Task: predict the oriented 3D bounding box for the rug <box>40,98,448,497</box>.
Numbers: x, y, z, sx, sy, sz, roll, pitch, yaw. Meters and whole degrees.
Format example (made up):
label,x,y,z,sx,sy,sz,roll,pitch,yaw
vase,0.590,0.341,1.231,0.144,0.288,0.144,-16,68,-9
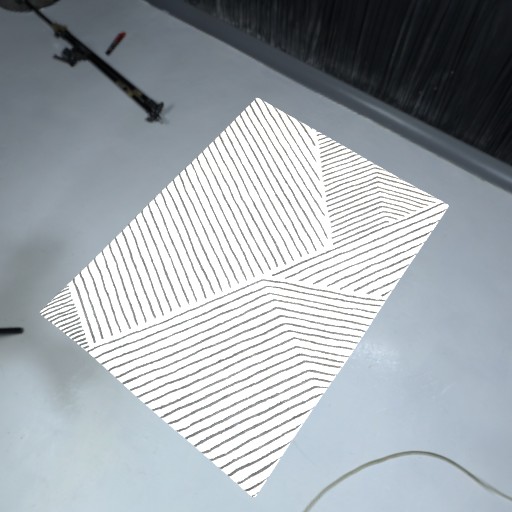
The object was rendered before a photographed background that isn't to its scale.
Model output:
label,x,y,z,sx,sy,sz,roll,pitch,yaw
rug,0.000,0.000,3.174,1.829,0.028,2.449,34,69,15
